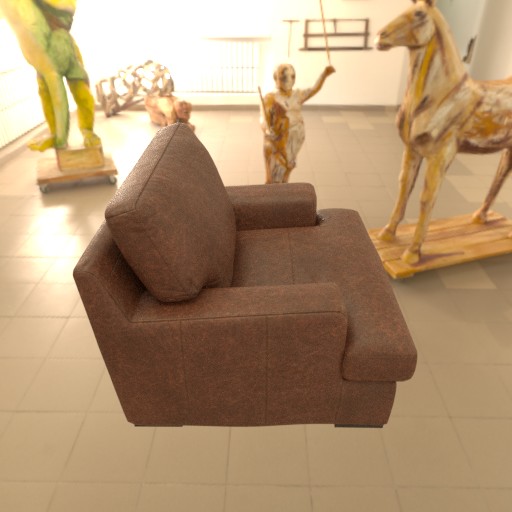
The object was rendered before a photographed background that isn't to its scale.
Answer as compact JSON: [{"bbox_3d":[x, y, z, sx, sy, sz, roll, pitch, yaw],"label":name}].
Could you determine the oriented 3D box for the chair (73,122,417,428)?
[{"bbox_3d":[0.000,0.000,1.962,1.143,0.939,1.168,0,32,0],"label":"chair"}]
